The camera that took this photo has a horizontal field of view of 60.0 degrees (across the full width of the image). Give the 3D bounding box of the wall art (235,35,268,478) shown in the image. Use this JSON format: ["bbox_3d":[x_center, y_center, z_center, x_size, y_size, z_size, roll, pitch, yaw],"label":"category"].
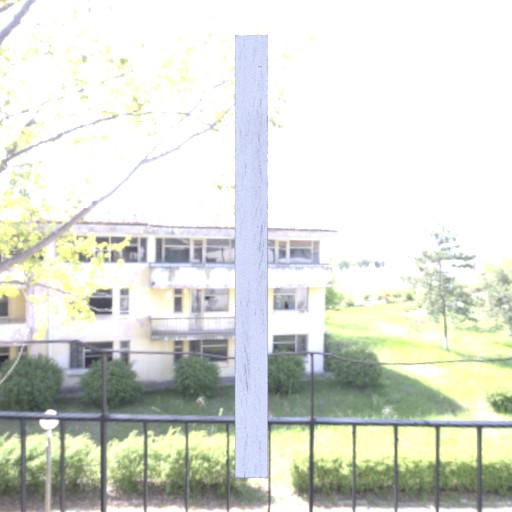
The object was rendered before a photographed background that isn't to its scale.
[{"bbox_3d":[0.000,0.000,0.761,0.038,0.508,0.508,0,0,1],"label":"wall art"}]
